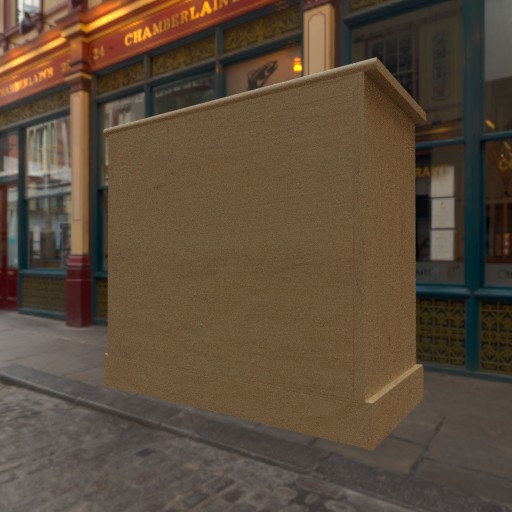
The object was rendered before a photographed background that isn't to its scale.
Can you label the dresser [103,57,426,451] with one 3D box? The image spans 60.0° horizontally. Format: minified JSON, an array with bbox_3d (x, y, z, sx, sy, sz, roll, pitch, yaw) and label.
[{"bbox_3d":[0.000,0.000,1.375,0.915,0.835,0.440,-1,-1,34],"label":"dresser"}]
